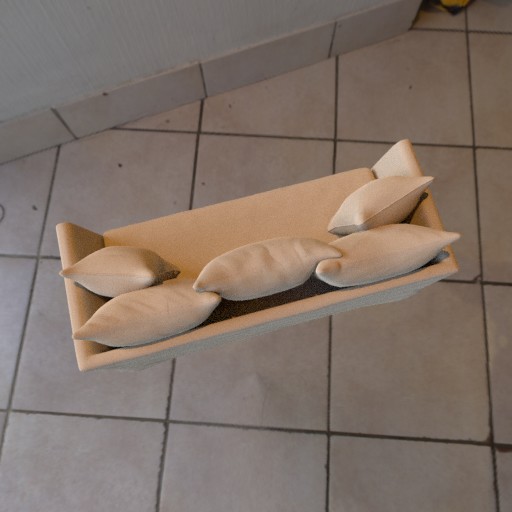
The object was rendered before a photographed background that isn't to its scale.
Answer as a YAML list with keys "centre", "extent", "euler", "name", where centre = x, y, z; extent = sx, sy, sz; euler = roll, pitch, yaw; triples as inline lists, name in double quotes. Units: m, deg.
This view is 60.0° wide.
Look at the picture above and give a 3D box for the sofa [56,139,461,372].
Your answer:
- centre: [0.000, 0.000, 3.111]
  extent: [2.499, 1.047, 1.046]
  euler: [-14, 76, -4]
  name: "sofa"
